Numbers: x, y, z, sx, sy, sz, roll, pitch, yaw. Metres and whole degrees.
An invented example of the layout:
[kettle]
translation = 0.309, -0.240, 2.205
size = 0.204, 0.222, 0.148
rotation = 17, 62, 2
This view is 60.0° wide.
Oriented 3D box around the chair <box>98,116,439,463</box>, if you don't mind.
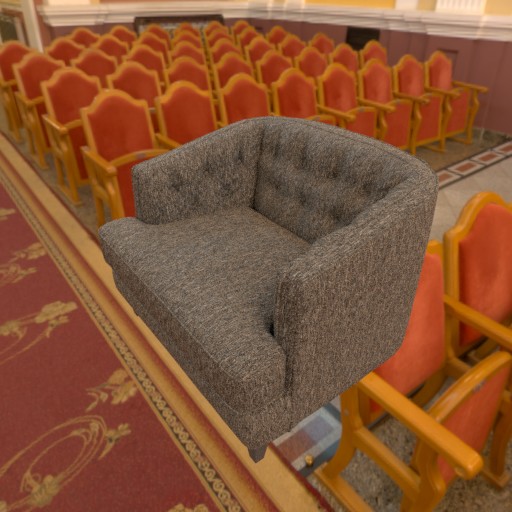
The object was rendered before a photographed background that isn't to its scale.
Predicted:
[chair]
translation = 0.000, 0.000, 1.765
size = 0.941, 0.852, 1.104
rotation = -22, 38, -30
